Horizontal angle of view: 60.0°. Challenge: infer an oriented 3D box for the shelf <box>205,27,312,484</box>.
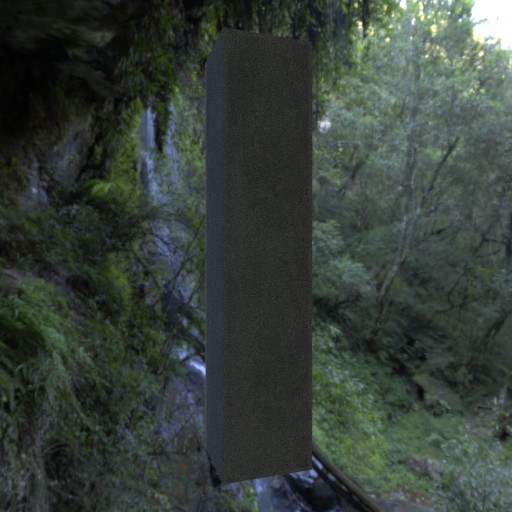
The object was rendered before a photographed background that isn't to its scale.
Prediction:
[{"bbox_3d":[0.000,0.000,1.532,0.300,1.400,0.270,0,0,-18],"label":"shelf"}]
